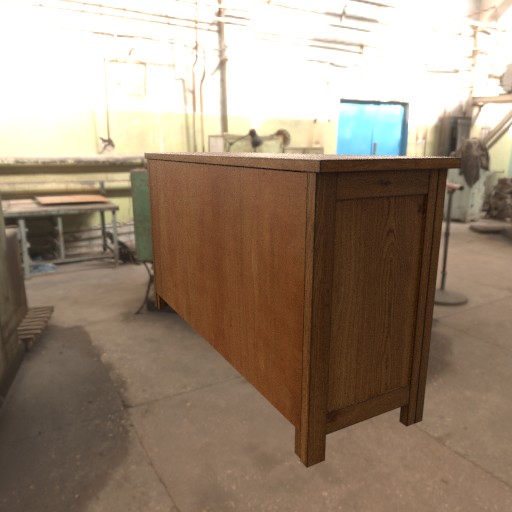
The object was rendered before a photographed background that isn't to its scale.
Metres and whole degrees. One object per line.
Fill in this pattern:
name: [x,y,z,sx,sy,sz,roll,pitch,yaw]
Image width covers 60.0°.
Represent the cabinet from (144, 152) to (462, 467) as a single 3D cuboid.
cabinet: [0.000,0.000,1.816,0.480,0.813,1.474,-7,16,-28]
